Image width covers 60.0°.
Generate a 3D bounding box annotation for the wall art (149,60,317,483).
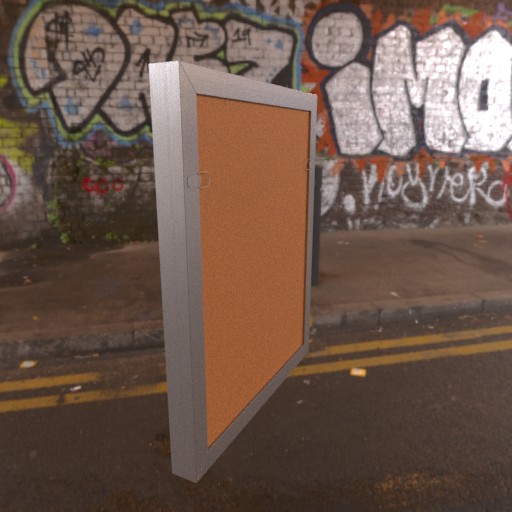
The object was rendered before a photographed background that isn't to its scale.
[{"bbox_3d":[0.000,0.000,0.519,0.030,0.379,0.308,7,17,26],"label":"wall art"}]
